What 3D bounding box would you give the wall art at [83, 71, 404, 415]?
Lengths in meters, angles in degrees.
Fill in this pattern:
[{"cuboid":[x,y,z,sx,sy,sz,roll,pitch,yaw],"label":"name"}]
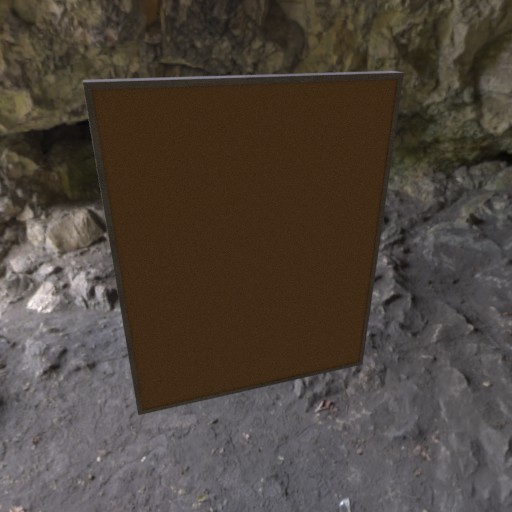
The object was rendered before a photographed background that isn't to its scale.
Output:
[{"cuboid":[0.000,0.000,0.690,0.421,0.521,0.032,-8,28,-16],"label":"wall art"}]
